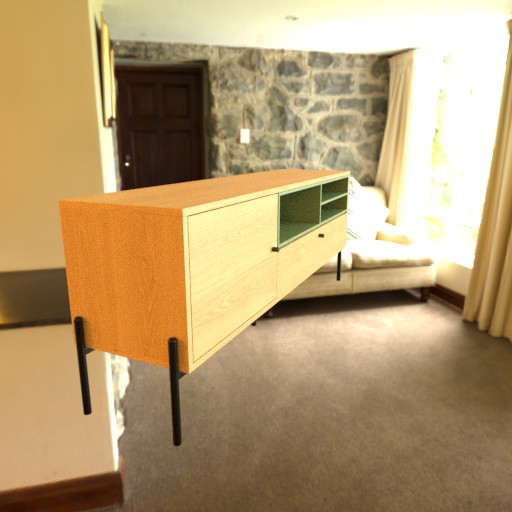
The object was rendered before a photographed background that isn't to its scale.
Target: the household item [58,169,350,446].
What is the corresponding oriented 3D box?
[{"bbox_3d":[0.000,0.000,1.780,0.400,0.600,1.550,7,16,25],"label":"household item"}]
